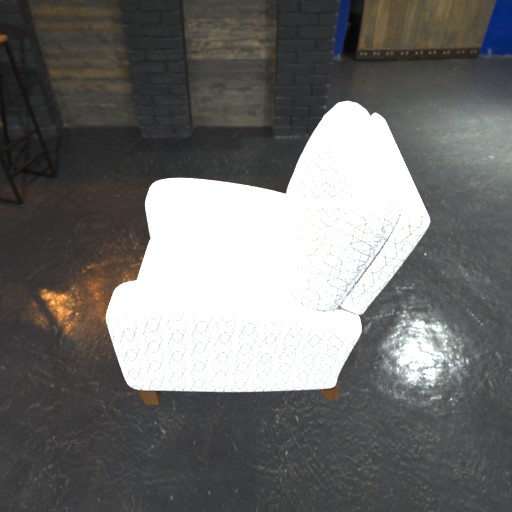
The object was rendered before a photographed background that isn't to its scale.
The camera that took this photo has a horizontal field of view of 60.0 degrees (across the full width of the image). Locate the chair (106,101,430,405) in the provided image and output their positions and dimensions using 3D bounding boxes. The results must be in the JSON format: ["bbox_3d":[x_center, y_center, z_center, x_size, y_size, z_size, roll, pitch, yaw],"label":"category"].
[{"bbox_3d":[0.000,0.000,1.768,0.995,1.064,0.796,1,42,1],"label":"chair"}]
